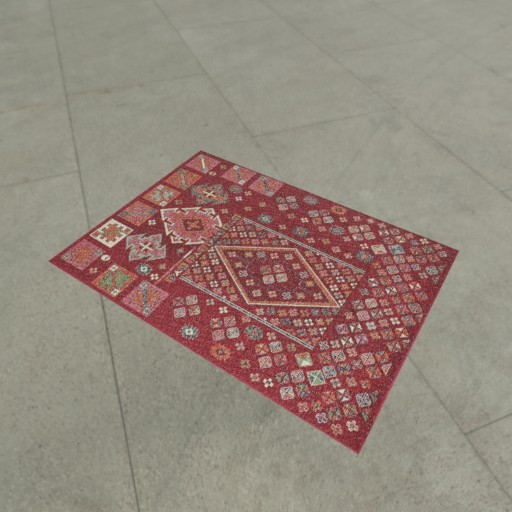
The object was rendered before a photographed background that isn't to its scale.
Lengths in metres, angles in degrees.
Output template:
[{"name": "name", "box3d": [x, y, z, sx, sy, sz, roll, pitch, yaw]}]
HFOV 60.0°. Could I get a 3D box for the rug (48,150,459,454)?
[{"name": "rug", "box3d": [0.000, 0.000, 2.900, 2.184, 0.007, 1.579, 26, 51, 23]}]
